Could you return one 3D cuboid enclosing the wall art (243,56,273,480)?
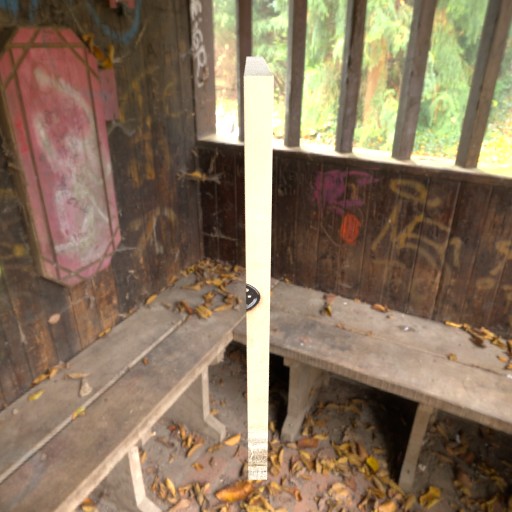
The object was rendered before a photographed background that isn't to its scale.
[{"bbox_3d":[0.000,0.000,0.957,0.038,0.764,0.508,0,27,-1],"label":"wall art"}]
